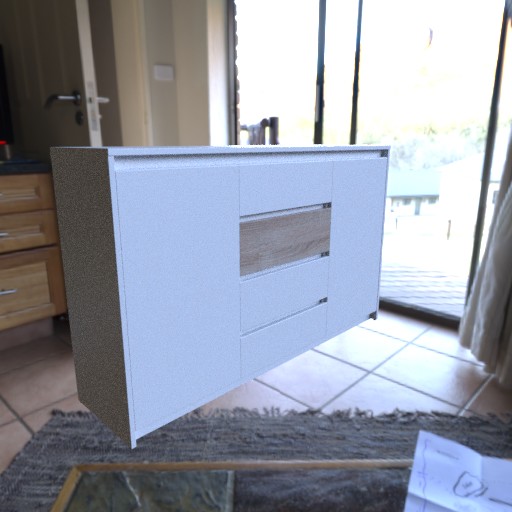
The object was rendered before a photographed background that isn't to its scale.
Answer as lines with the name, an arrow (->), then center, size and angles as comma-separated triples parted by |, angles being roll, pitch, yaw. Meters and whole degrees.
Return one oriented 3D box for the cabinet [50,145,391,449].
cabinet -> 0.000, 0.000, 1.869 | 0.380, 0.900, 1.450 | 14, 20, 43
